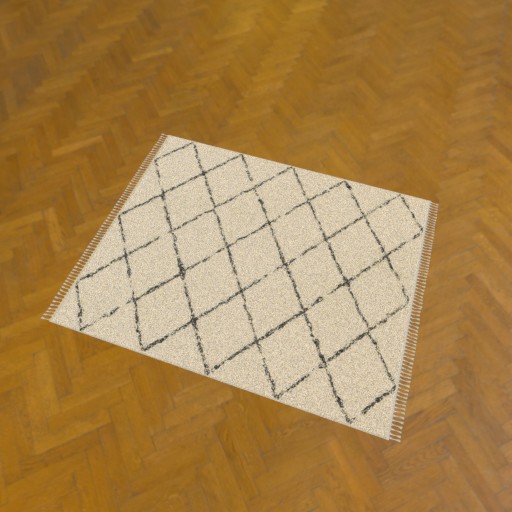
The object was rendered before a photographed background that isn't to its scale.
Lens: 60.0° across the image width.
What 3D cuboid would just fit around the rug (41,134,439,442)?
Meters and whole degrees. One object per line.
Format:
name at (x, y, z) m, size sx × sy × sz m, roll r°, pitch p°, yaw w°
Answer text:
rug at (0.000, 0.000, 4.097) m, size 3.051 × 0.013 × 2.380 m, roll 16°, pitch 59°, yaw 10°
